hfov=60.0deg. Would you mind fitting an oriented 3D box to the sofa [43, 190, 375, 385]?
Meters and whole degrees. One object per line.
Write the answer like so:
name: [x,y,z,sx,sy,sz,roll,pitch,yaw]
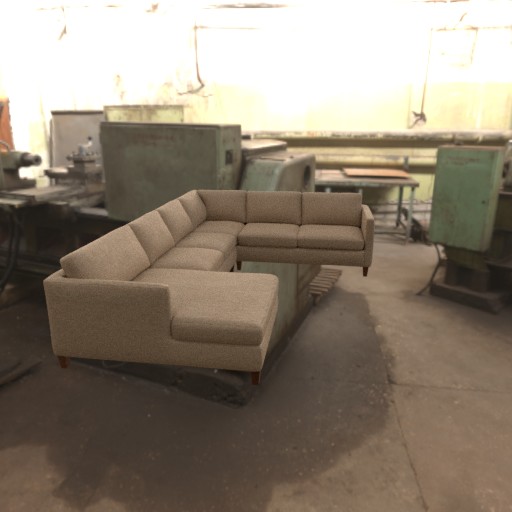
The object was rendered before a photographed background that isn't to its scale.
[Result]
sofa: [0.000,0.000,4.561,2.551,0.889,3.403,3,17,8]
